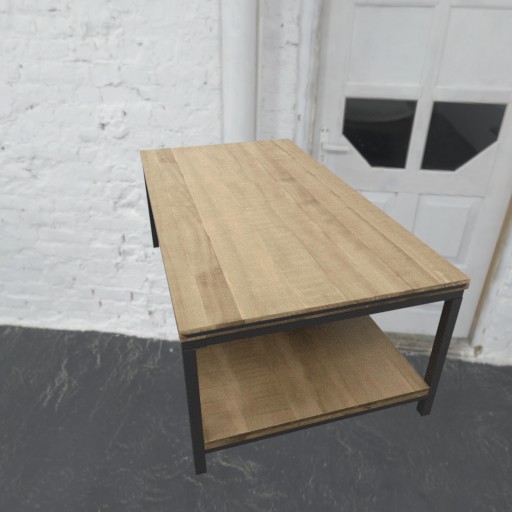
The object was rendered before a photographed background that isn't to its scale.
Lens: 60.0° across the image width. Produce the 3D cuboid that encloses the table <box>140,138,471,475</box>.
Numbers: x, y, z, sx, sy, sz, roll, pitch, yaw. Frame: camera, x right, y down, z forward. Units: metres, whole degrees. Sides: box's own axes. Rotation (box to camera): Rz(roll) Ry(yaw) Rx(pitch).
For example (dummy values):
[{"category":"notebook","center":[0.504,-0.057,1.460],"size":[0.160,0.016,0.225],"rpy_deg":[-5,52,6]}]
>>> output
[{"category":"table","center":[0.000,0.000,1.343],"size":[0.574,0.393,1.062],"rpy_deg":[-8,31,-14]}]
